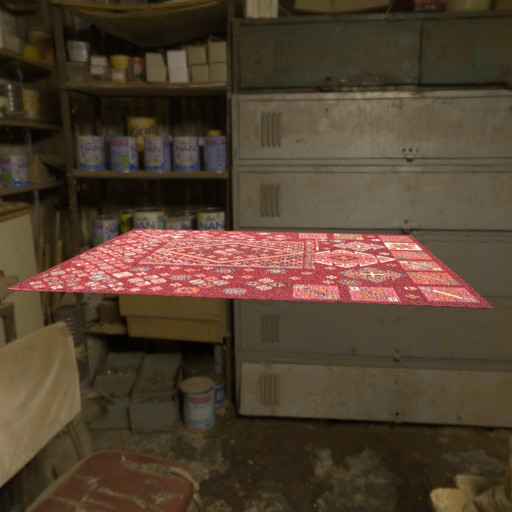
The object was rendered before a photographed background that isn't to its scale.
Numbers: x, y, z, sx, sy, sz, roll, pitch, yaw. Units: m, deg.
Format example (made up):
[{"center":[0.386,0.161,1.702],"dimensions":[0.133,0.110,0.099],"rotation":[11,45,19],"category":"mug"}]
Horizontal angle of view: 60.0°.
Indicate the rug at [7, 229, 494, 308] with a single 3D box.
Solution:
[{"center":[0.000,0.000,2.731],"dimensions":[2.184,0.007,1.579],"rotation":[2,14,6],"category":"rug"}]
